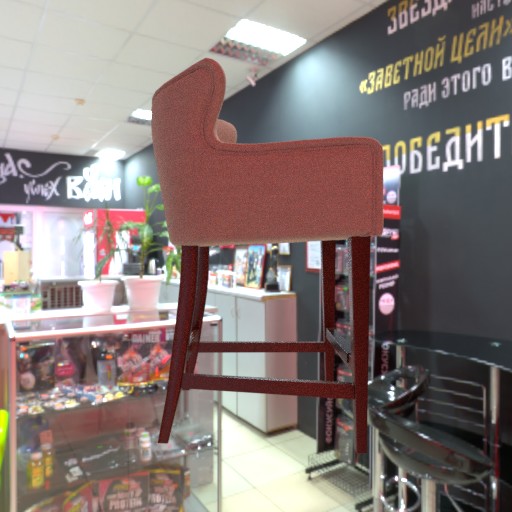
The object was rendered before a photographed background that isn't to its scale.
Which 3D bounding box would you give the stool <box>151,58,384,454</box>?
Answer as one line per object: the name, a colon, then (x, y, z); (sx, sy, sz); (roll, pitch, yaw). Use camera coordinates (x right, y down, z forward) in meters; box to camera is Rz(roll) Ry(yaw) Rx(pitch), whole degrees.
stool: (0.000, 0.000, 1.382); (0.637, 0.987, 0.615); (0, 1, 0)
